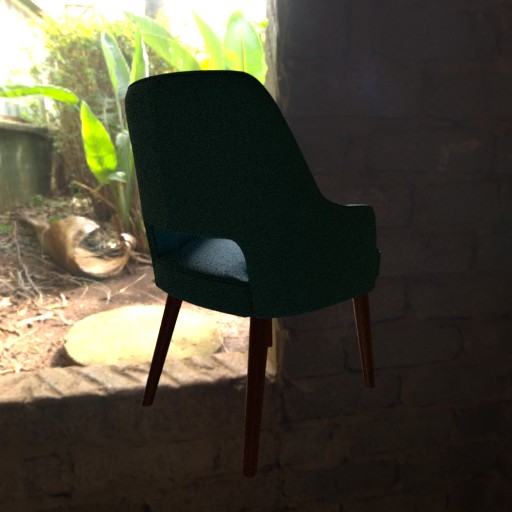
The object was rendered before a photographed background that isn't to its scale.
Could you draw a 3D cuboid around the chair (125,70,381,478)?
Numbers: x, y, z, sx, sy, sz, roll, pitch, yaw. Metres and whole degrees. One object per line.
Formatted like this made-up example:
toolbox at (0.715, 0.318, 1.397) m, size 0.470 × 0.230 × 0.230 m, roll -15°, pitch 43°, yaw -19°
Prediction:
chair at (0.000, 0.000, 1.193) m, size 0.548 × 0.849 × 0.605 m, roll 12°, pitch 18°, yaw 42°
